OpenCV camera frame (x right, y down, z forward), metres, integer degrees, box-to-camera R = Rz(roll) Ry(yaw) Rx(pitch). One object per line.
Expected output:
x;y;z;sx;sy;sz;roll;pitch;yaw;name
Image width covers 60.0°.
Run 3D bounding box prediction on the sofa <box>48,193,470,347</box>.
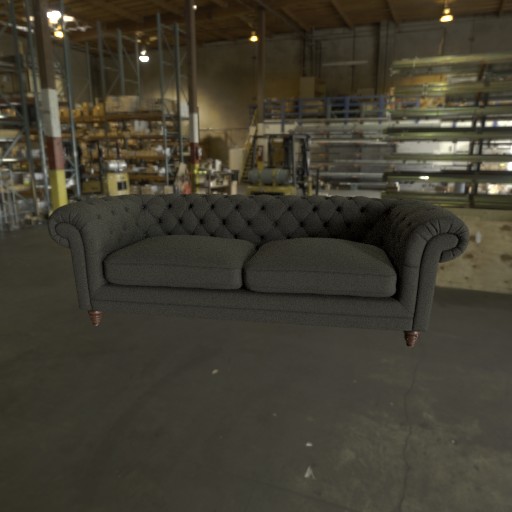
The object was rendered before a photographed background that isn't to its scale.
0.000;0.000;2.919;2.362;0.762;0.991;2;13;9;sofa
